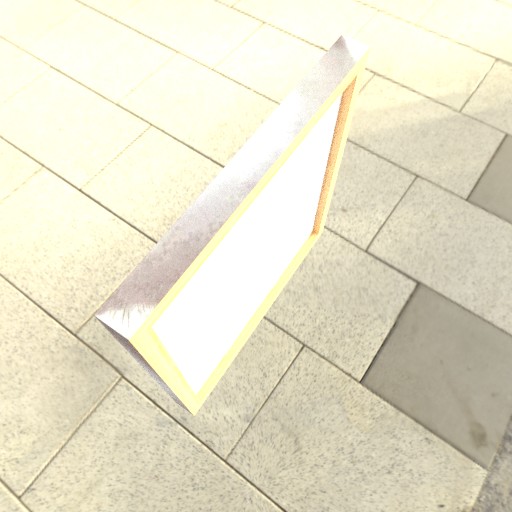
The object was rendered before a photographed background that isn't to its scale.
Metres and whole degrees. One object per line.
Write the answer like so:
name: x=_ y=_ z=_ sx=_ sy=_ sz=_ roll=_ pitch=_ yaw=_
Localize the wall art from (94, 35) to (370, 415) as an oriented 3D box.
wall art: x=0.000 y=0.000 z=0.450 sx=0.028 sy=0.303 sz=0.303 roll=31 pitch=67 yaw=15
